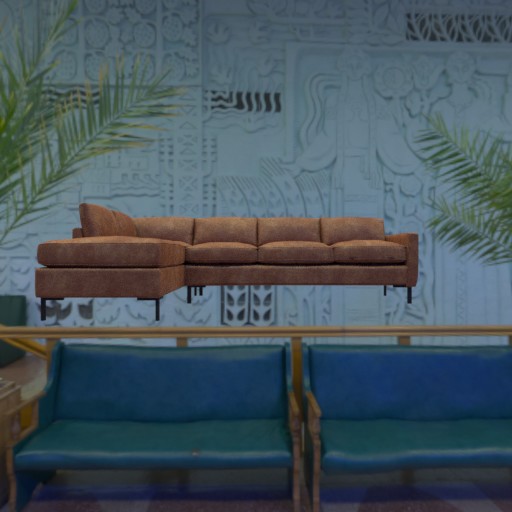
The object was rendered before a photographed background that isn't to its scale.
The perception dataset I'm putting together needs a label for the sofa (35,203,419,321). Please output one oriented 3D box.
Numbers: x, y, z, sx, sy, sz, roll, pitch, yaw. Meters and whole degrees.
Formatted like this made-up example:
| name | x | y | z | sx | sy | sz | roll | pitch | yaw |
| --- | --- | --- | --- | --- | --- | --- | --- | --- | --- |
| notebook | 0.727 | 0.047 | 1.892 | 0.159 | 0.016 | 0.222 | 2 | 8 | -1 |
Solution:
| name | x | y | z | sx | sy | sz | roll | pitch | yaw |
| --- | --- | --- | --- | --- | --- | --- | --- | --- | --- |
| sofa | 0.000 | 0.000 | 3.934 | 2.984 | 0.877 | 1.938 | 0 | 0 | 0 |
